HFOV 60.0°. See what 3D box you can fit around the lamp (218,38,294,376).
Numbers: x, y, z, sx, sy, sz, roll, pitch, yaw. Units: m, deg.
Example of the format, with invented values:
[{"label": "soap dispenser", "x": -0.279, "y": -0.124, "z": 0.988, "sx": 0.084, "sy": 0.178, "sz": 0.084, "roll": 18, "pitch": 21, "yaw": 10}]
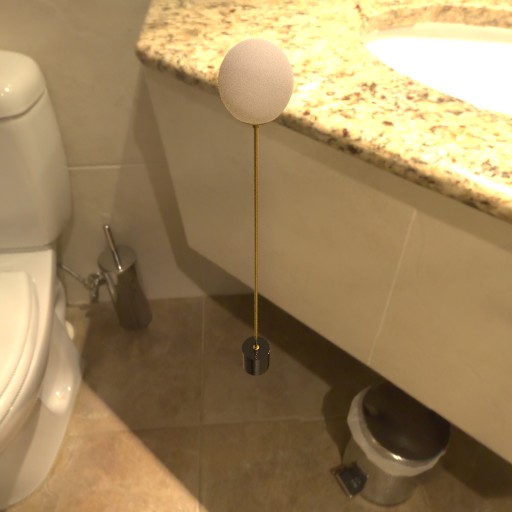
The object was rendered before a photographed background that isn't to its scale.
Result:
[{"label": "lamp", "x": 0.000, "y": 0.000, "z": 1.878, "sx": 0.229, "sy": 1.748, "sz": 0.229, "roll": -32, "pitch": 54, "yaw": -27}]
